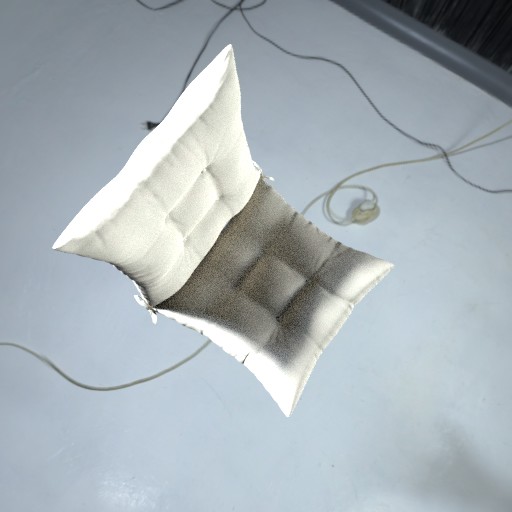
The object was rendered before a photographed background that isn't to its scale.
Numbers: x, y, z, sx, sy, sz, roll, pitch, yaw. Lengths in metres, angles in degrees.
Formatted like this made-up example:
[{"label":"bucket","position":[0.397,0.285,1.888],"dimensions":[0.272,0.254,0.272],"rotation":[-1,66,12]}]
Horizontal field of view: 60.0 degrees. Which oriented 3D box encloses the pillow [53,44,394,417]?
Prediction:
[{"label":"pillow","position":[0.000,0.000,1.018],"dimensions":[0.585,0.536,0.541],"rotation":[36,78,9]}]
